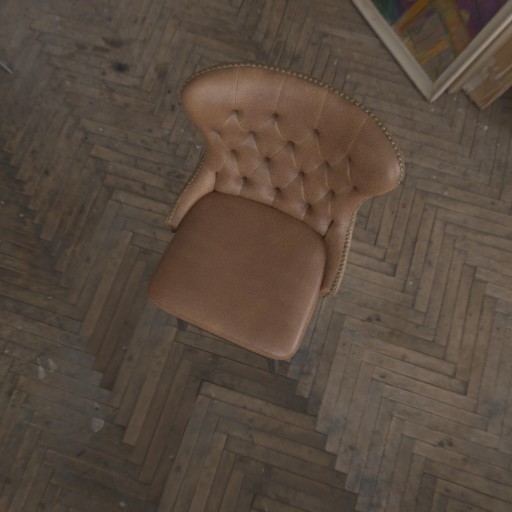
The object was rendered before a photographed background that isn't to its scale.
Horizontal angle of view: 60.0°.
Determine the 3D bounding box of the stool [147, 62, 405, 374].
[{"bbox_3d":[0.000,0.000,1.384,0.528,1.050,0.601,23,77,6],"label":"stool"}]
